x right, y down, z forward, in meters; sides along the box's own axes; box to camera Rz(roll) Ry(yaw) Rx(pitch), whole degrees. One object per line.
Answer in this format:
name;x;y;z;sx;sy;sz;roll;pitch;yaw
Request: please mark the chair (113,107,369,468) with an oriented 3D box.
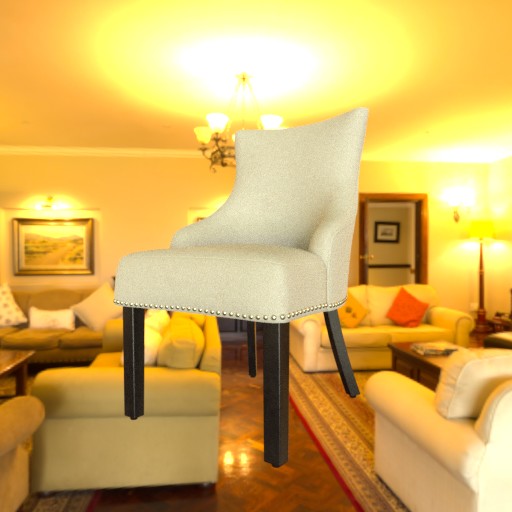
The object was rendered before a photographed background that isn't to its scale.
chair;0.000;0.000;1.308;0.566;0.909;0.629;1;1;35
